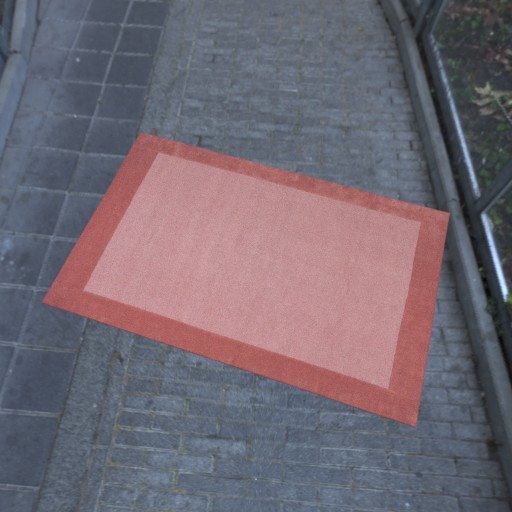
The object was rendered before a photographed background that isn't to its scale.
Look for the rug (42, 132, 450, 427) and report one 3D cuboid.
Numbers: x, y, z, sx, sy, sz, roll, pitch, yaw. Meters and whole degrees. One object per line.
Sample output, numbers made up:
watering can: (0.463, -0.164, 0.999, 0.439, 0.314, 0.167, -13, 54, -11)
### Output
rug: (0.000, 0.000, 3.039, 2.438, 0.014, 1.524, 16, 64, 8)
